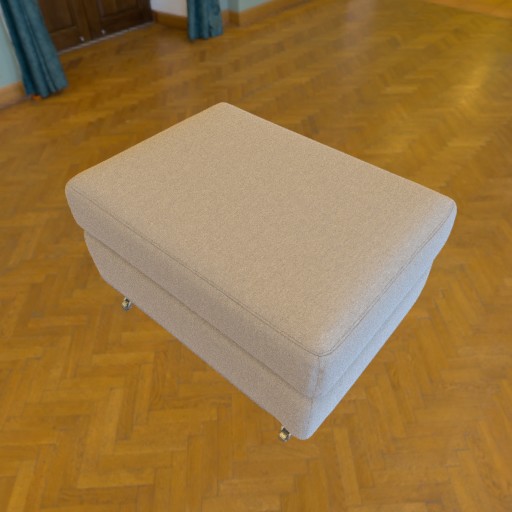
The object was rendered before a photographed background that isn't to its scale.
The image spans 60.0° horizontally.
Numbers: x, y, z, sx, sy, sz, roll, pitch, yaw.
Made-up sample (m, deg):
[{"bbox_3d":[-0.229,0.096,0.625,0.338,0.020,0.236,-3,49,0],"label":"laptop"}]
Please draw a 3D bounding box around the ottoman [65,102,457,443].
[{"bbox_3d":[0.000,0.000,1.164,0.773,0.497,0.574,32,54,27],"label":"ottoman"}]
